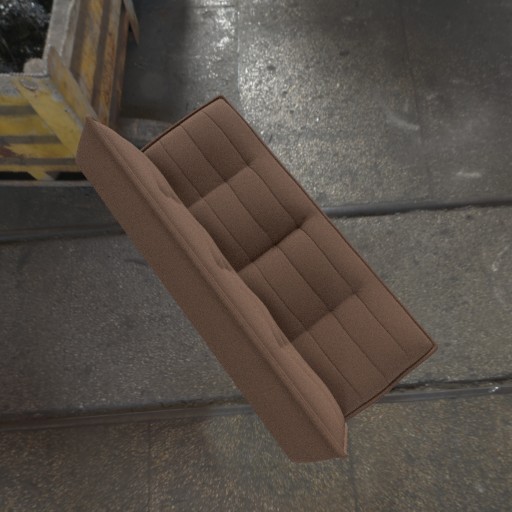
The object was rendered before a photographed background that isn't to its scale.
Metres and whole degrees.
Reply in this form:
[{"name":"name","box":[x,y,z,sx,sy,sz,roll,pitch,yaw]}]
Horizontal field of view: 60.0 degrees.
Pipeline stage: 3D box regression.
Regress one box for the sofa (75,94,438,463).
[{"name":"sofa","box":[0.000,0.000,2.401,0.950,0.890,1.940,-36,77,-9]}]
